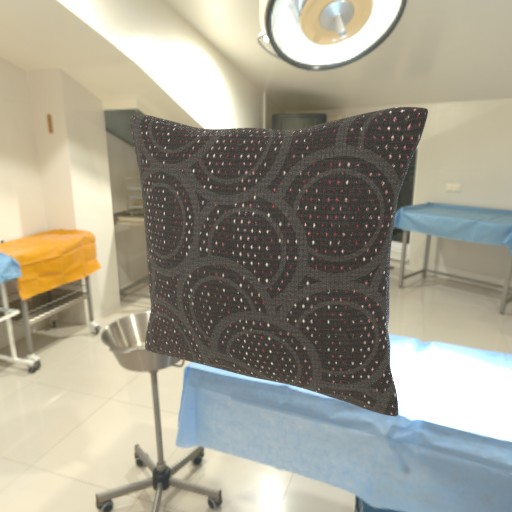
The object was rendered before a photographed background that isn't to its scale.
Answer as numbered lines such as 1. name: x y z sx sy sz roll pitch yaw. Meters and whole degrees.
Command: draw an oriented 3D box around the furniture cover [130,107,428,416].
1. furniture cover: 0.000 0.000 0.819 0.552 0.509 0.193 7 17 25
